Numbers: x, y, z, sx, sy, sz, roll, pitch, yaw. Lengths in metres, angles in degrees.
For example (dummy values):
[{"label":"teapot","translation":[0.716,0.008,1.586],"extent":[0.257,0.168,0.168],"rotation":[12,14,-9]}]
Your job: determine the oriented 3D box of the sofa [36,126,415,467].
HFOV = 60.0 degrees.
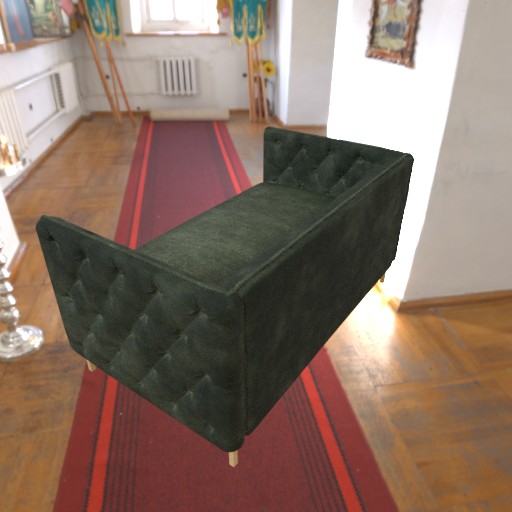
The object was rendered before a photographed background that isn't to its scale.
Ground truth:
[{"label":"sofa","translation":[0.000,0.000,2.062],"extent":[0.895,0.768,1.537],"rotation":[20,36,30]}]
